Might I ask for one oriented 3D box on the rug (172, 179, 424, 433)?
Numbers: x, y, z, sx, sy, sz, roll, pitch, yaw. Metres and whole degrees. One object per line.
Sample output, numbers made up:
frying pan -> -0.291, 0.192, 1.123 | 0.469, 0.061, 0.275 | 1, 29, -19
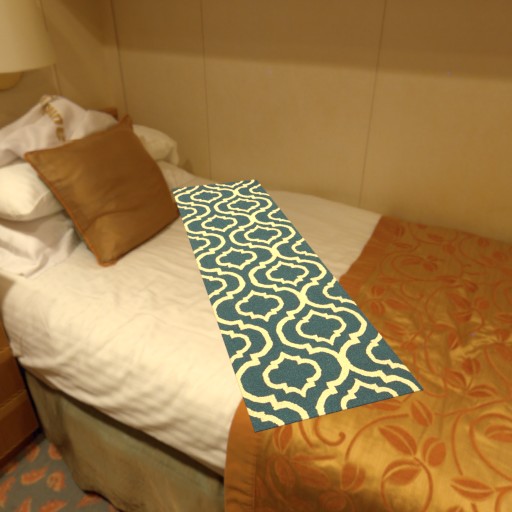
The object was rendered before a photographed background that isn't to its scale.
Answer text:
rug -> 0.000, 0.000, 2.585 | 0.685, 0.006, 2.296 | -9, 32, -14
